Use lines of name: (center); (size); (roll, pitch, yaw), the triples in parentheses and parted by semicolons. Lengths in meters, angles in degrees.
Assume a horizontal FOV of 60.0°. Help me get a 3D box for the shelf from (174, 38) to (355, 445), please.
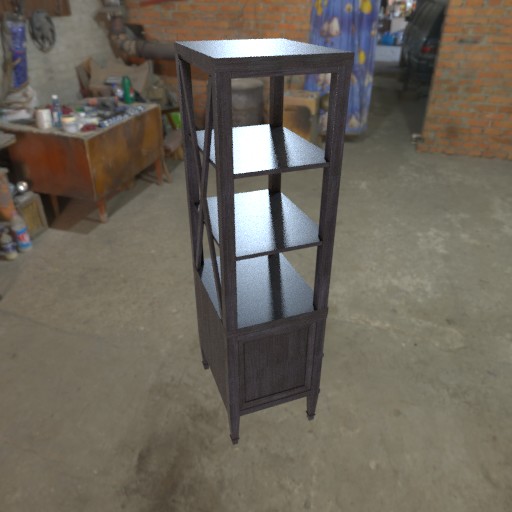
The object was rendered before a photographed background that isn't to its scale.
shelf: (0.000, 0.000, 2.013); (0.472, 1.727, 0.584); (-11, 32, -18)
